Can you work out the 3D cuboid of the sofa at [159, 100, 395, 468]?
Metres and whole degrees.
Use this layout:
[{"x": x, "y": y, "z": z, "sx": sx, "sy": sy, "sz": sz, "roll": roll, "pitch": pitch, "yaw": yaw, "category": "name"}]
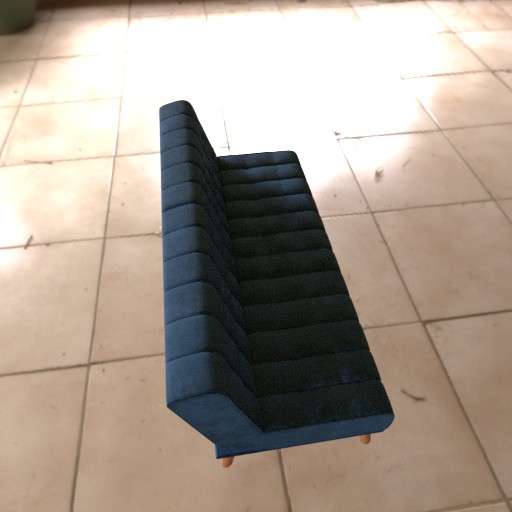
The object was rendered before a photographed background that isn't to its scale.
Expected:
[{"x": 0.000, "y": 0.000, "z": 2.289, "sx": 0.855, "sy": 0.813, "sz": 1.804, "roll": -7, "pitch": 48, "yaw": -6, "category": "sofa"}]
